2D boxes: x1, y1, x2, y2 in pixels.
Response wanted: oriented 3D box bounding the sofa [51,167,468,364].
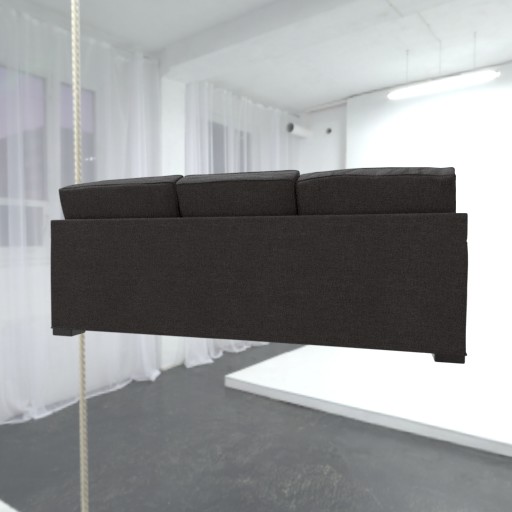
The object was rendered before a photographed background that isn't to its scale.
[{"bbox_3d":[0.000,0.000,2.871,2.369,0.978,1.004,0,2,16],"label":"sofa"}]
